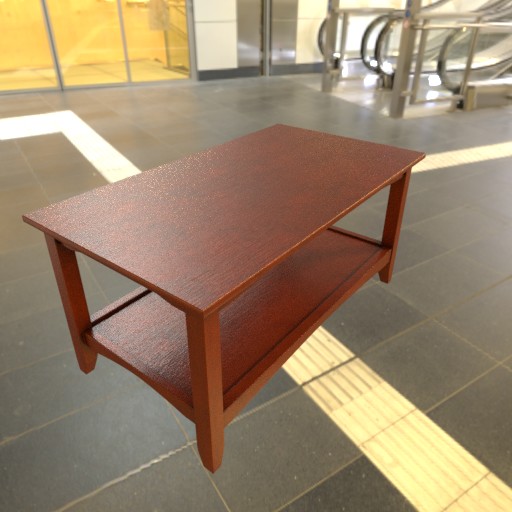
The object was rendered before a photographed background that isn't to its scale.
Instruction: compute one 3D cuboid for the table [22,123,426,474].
[{"bbox_3d":[0.000,0.000,1.238,0.533,0.456,0.943,22,38,32],"label":"table"}]
